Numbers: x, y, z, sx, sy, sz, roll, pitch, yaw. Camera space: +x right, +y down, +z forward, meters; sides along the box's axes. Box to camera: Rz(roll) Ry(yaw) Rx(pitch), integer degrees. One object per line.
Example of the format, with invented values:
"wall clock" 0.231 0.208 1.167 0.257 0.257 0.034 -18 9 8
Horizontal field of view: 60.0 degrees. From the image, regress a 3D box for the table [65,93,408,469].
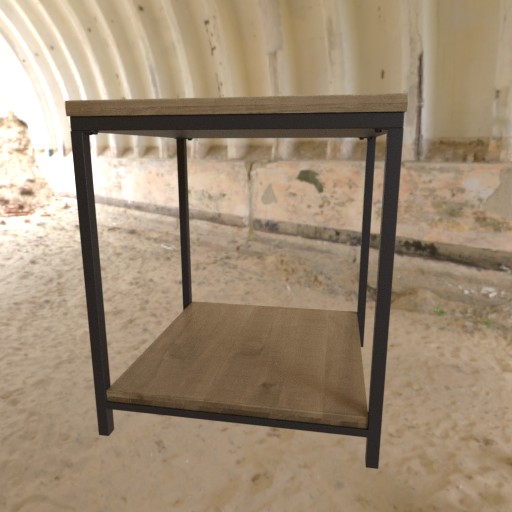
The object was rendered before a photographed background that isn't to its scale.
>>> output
"table" 0.000 0.000 0.947 0.507 0.589 0.503 2 14 10
